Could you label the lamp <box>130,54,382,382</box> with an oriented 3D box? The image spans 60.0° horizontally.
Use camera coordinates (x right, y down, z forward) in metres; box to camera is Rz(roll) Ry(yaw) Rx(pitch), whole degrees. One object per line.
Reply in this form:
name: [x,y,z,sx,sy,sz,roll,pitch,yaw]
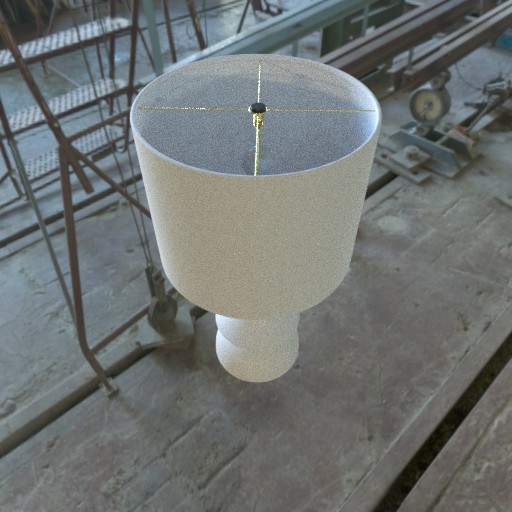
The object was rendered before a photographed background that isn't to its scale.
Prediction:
lamp: [0.000,0.000,0.730,0.301,0.533,0.301,1,46,1]
